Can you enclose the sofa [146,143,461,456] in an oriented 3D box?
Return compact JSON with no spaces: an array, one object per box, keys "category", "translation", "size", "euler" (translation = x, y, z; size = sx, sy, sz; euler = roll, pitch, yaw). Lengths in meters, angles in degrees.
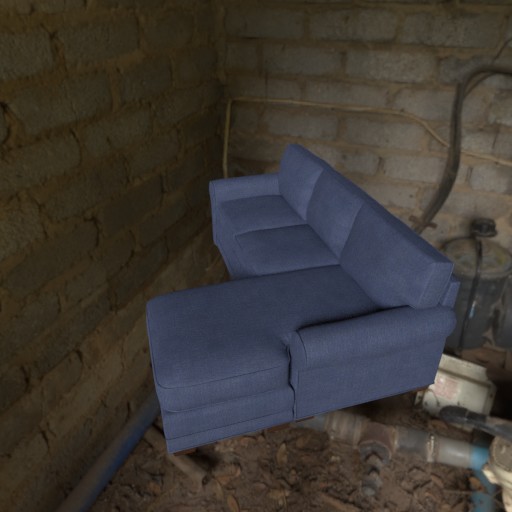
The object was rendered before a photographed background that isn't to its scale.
[{"category":"sofa","translation":[0.000,0.000,3.467],"size":[1.780,1.063,2.567],"euler":[-9,32,-14]}]
